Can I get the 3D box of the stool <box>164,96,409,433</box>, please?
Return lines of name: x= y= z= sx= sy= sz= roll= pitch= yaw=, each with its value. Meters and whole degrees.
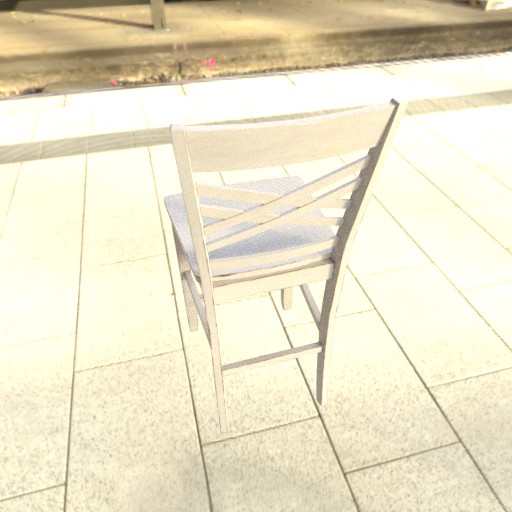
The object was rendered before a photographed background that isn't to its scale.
stool: x=0.000 y=0.000 z=1.333 sx=0.462 sy=1.079 sz=0.539 roll=-11 pitch=41 yaw=-13
